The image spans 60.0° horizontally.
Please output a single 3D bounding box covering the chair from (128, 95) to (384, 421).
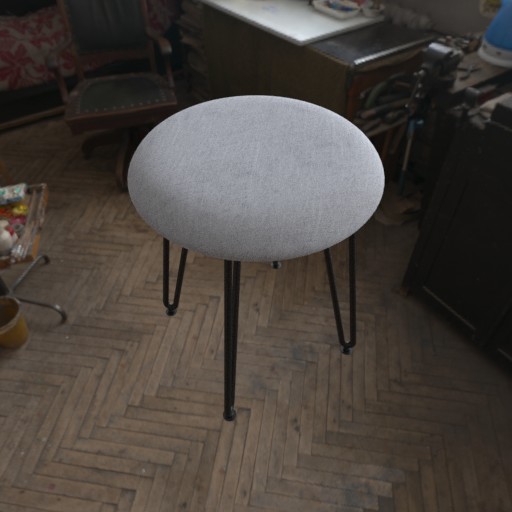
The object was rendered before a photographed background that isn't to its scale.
[{"bbox_3d":[0.000,0.000,0.659,0.350,0.386,0.350,11,47,10],"label":"chair"}]
